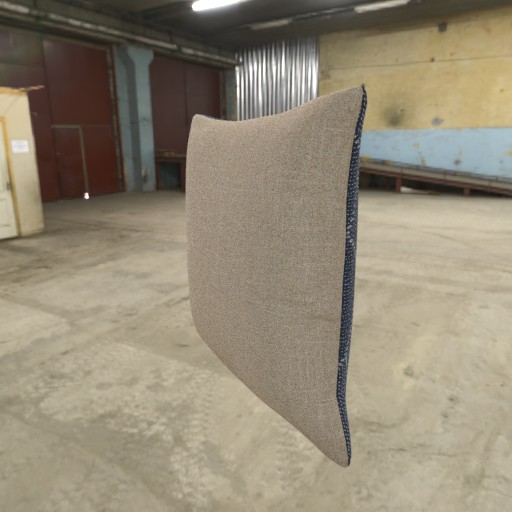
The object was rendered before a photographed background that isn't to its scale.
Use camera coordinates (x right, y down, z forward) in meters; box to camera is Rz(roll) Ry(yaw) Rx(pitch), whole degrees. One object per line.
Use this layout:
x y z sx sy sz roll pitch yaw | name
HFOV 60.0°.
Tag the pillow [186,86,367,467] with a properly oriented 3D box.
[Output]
0.000 0.000 0.657 0.148 0.428 0.435 -8 16 -28 | pillow
